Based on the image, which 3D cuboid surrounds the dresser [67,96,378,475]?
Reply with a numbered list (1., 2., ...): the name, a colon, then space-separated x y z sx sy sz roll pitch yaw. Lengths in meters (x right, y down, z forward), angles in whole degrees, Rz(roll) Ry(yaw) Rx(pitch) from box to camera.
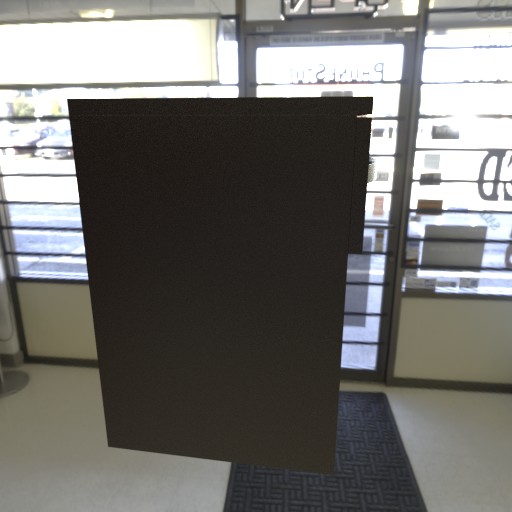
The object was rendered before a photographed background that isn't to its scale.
1. dresser: 0.000 0.000 0.723 0.360 0.470 0.400 3 17 9
